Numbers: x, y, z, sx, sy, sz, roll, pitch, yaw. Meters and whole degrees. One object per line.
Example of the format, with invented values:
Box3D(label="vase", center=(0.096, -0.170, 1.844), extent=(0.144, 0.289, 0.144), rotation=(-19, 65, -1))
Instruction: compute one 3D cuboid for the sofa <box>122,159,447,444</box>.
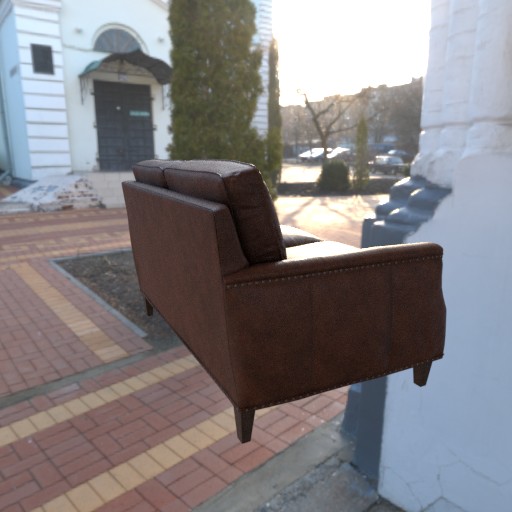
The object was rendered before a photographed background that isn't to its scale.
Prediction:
Box3D(label="sofa", center=(0.000, 0.000, 2.320), extent=(1.083, 1.003, 1.628), rotation=(-7, 15, -26))
